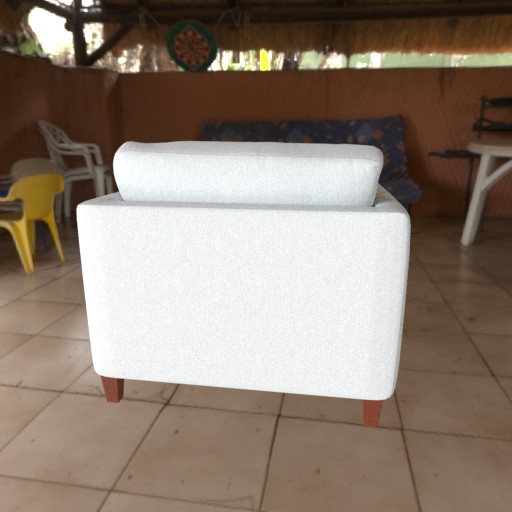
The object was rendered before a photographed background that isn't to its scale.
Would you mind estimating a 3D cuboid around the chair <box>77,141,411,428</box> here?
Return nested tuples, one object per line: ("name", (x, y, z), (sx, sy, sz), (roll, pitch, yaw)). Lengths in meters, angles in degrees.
("chair", (0.000, 0.000, 1.899), (1.107, 0.961, 0.953), (2, 16, 9))
